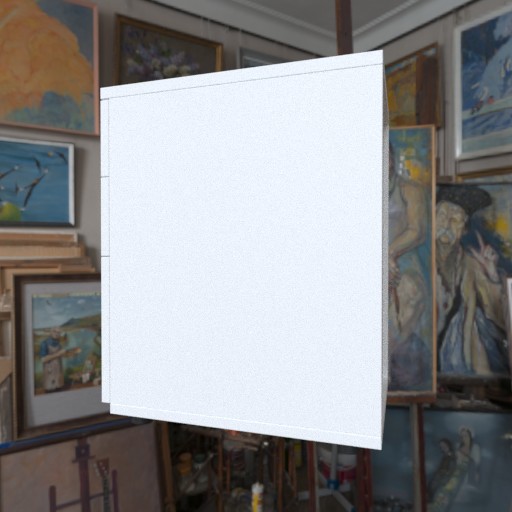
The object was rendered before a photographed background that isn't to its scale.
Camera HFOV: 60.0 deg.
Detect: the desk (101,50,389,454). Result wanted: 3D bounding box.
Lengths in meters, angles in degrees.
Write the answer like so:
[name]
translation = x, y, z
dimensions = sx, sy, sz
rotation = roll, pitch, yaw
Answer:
[desk]
translation = 0.000, 0.000, 1.066
dimensions = 0.600, 0.730, 0.404
rotation = 0, 1, 18
